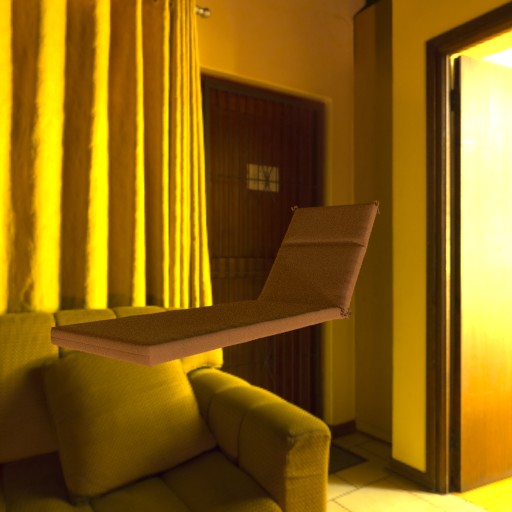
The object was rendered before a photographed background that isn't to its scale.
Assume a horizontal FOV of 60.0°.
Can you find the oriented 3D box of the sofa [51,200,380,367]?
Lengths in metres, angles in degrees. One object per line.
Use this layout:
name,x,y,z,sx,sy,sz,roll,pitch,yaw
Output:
sofa,0.000,0.000,2.008,0.582,0.622,1.663,0,0,36
